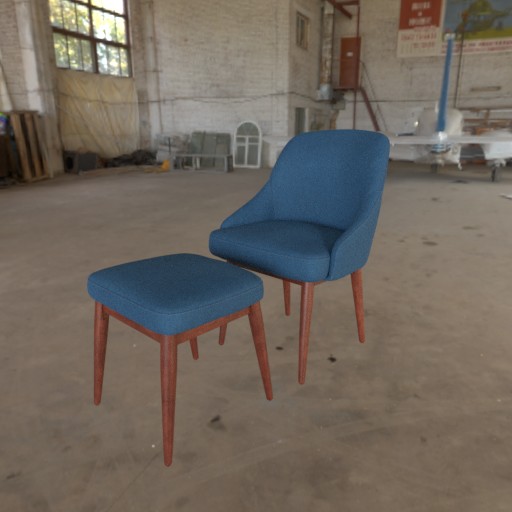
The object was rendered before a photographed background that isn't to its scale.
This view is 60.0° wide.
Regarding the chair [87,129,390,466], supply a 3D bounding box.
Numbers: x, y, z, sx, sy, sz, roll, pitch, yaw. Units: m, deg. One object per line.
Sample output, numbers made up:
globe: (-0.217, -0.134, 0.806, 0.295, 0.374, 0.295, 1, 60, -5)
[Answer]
chair: (0.000, 0.000, 1.583, 0.584, 0.866, 1.114, 15, 22, 42)
